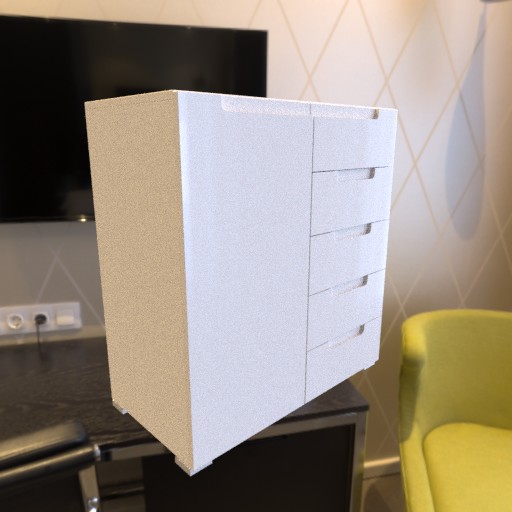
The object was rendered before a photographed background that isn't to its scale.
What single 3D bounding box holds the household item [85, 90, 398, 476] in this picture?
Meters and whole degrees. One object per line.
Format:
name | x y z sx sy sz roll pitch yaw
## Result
household item | 0.000 0.000 1.353 0.800 0.870 0.420 -13 20 -42
